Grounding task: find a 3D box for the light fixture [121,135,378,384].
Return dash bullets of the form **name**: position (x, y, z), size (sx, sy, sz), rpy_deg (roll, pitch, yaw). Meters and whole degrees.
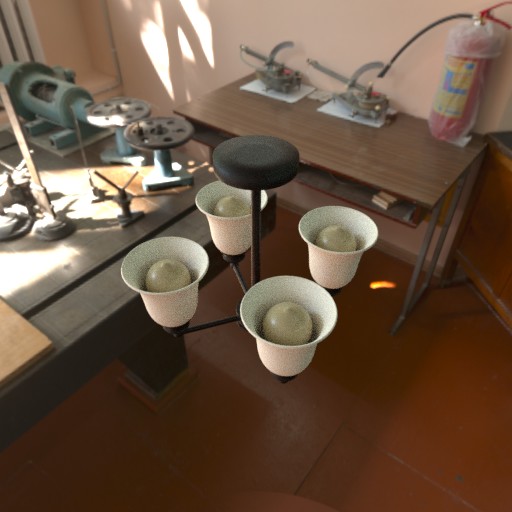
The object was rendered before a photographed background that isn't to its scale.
- **light fixture**: position (0.000, 0.000, 1.832), size (1.069, 0.925, 1.069), rpy_deg (-12, 42, -14)
